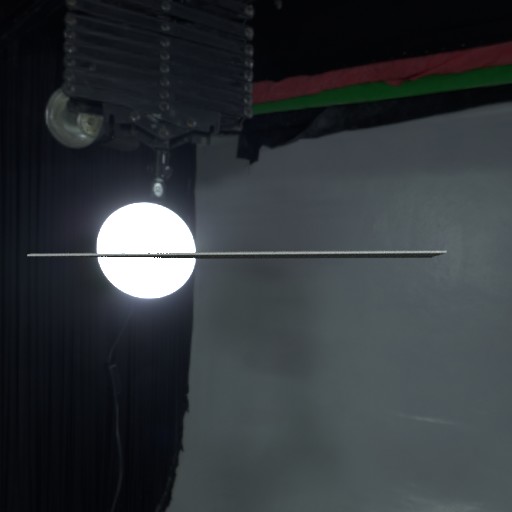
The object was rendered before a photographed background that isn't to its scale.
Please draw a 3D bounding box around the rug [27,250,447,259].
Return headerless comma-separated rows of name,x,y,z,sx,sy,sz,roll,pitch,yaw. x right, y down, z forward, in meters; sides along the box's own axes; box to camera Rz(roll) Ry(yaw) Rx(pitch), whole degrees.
rug,0.000,0.000,2.917,2.213,0.014,1.608,0,-1,20
